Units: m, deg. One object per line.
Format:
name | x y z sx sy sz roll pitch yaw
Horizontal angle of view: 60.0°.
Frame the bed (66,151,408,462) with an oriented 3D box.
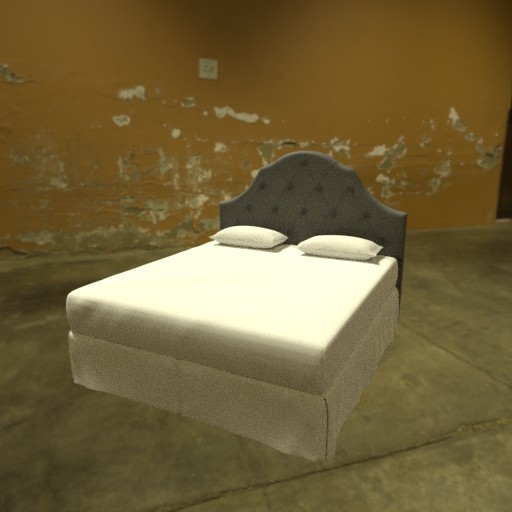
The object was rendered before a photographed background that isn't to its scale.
bed | 0.000 0.000 3.540 2.008 1.615 2.214 7 16 26
